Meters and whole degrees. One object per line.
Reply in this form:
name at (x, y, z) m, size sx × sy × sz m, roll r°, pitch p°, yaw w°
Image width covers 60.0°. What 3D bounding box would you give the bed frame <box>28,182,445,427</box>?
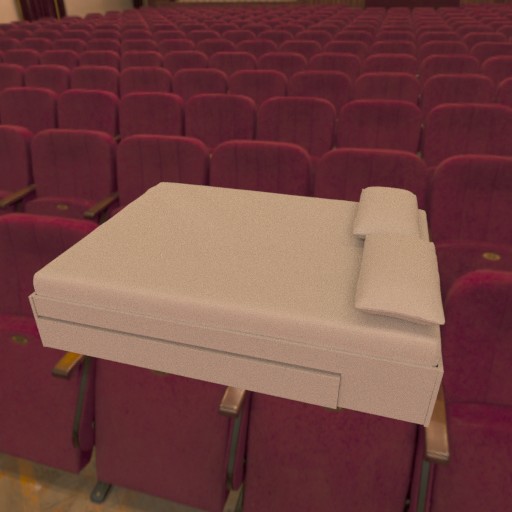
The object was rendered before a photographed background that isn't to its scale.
bed frame at (0.000, 0.000, 2.585) m, size 1.950 × 0.629 × 1.450 m, roll 8°, pitch 30°, yaw 14°
